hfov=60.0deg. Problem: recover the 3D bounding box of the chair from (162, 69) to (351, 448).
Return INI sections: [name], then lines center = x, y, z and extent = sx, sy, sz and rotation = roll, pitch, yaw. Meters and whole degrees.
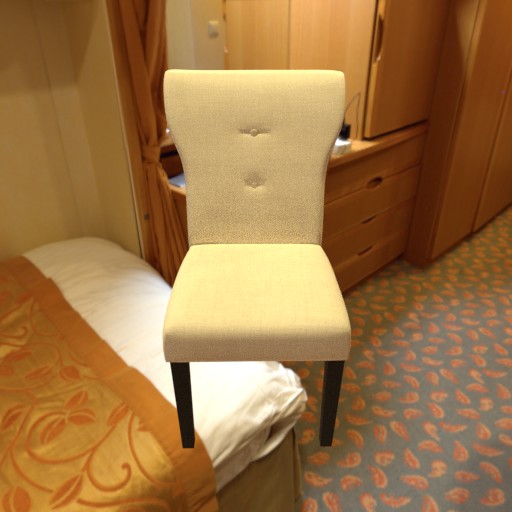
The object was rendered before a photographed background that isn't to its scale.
[chair]
center = 0.000, 0.000, 1.253
extent = 0.509, 0.921, 0.597
rotation = 0, 29, -1
